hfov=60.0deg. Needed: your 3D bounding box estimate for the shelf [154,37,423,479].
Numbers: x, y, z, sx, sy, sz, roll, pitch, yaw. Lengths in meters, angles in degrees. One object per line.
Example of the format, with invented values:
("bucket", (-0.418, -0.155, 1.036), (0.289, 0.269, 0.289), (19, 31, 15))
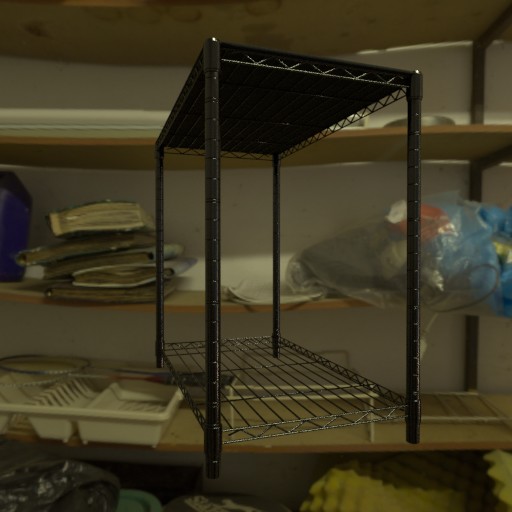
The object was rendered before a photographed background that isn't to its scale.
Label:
("shelf", (0.000, 0.000, 0.892), (0.338, 0.564, 0.589), (0, 1, -19))
